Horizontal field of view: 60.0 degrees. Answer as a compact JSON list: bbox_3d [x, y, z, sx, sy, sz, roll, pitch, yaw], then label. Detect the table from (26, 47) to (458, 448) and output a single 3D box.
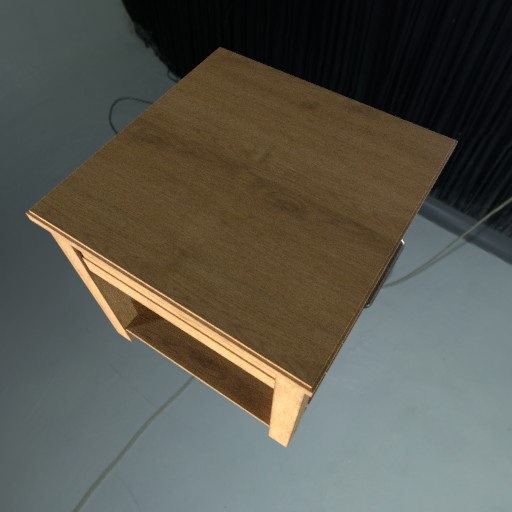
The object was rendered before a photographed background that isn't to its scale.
[{"bbox_3d":[0.000,0.000,1.111,0.612,0.593,0.616,29,62,17],"label":"table"}]
